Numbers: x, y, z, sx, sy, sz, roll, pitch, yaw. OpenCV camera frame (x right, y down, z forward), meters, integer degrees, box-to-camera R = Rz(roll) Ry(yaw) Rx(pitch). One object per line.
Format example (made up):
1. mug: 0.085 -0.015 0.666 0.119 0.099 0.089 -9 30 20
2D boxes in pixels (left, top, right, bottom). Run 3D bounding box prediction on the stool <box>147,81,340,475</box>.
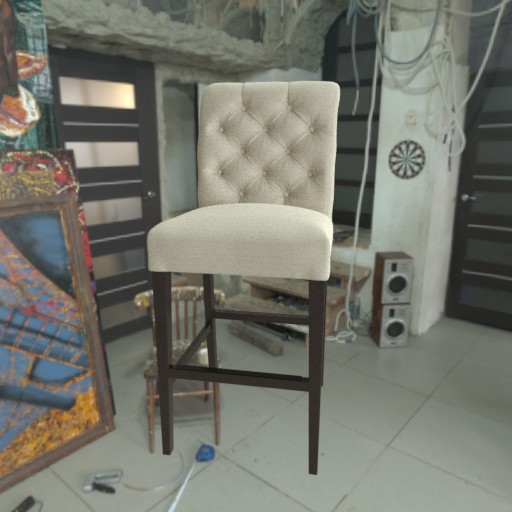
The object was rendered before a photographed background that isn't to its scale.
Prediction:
1. stool: 0.000 0.000 1.429 0.482 1.118 0.610 3 15 10
